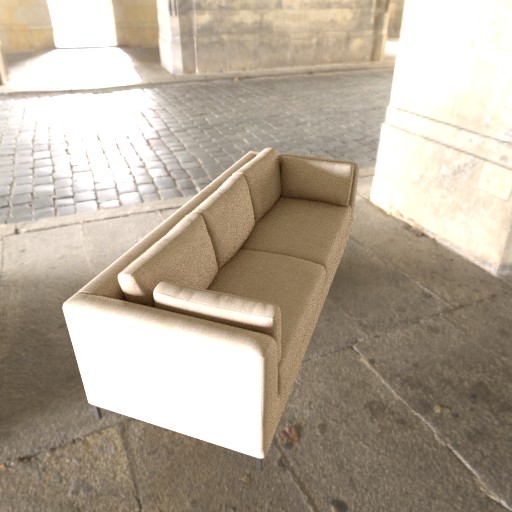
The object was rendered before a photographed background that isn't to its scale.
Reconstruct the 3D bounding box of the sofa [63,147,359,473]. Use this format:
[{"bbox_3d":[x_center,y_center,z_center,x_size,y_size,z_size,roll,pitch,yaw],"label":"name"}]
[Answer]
[{"bbox_3d":[0.000,0.000,2.956,0.969,0.867,2.415,10,32,17],"label":"sofa"}]
